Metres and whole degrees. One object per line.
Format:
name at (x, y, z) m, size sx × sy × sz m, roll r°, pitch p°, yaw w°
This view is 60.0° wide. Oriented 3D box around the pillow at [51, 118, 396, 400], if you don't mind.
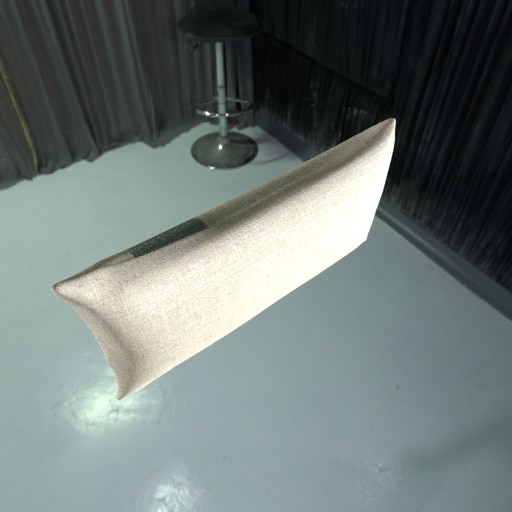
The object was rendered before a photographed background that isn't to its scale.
pillow at (0.000, 0.000, 1.059) m, size 0.859 × 0.429 × 0.197 m, roll -30°, pitch 54°, yaw -25°
